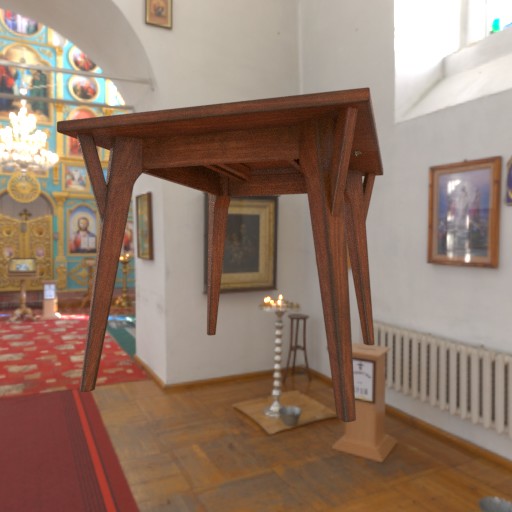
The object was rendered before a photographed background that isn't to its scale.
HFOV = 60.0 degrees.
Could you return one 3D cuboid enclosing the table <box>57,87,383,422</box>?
[{"bbox_3d":[0.000,0.000,1.571,0.838,0.761,0.991,0,1,18],"label":"table"}]
